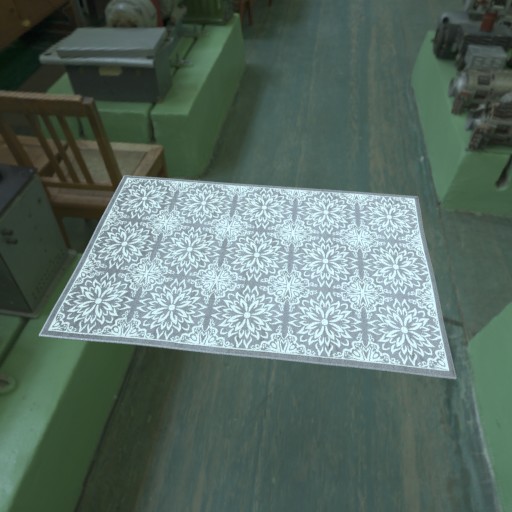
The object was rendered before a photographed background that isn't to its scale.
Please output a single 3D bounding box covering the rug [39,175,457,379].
[{"bbox_3d":[0.000,0.000,3.504,2.746,0.018,1.819,5,47,5],"label":"rug"}]
